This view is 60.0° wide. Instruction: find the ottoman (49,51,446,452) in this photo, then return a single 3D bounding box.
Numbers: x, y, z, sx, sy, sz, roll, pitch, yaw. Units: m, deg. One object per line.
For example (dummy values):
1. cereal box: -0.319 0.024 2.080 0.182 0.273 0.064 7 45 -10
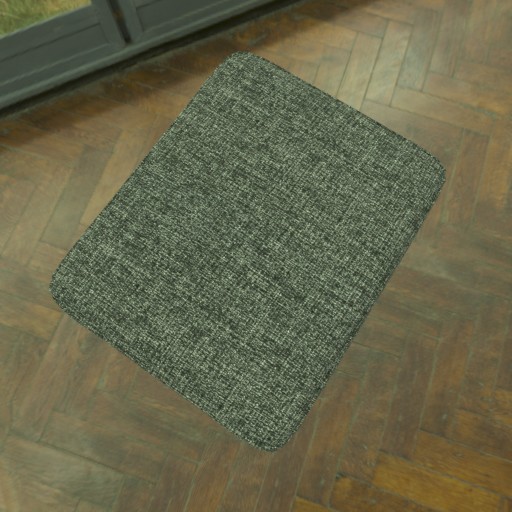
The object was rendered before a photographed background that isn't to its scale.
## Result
1. ottoman: 0.000 0.000 1.113 0.589 0.537 0.738 33 78 8
